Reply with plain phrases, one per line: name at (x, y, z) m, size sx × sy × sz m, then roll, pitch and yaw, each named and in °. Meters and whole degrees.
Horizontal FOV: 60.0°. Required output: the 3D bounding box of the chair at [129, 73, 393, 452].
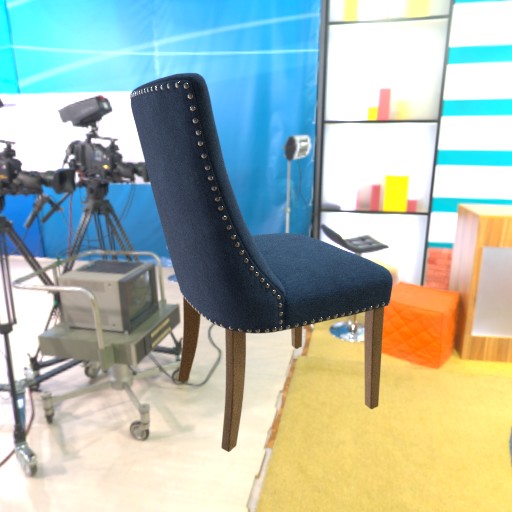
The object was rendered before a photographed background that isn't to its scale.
chair at (0.000, 0.000, 1.259) m, size 0.610 × 0.902 × 0.495 m, roll -8°, pitch 17°, yaw -25°
